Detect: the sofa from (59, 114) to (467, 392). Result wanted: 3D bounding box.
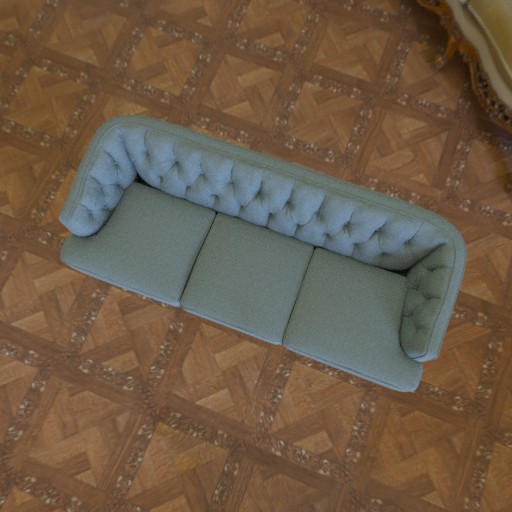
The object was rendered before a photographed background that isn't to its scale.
[{"bbox_3d":[0.000,0.000,2.755,2.278,0.855,0.941,20,75,5],"label":"sofa"}]
